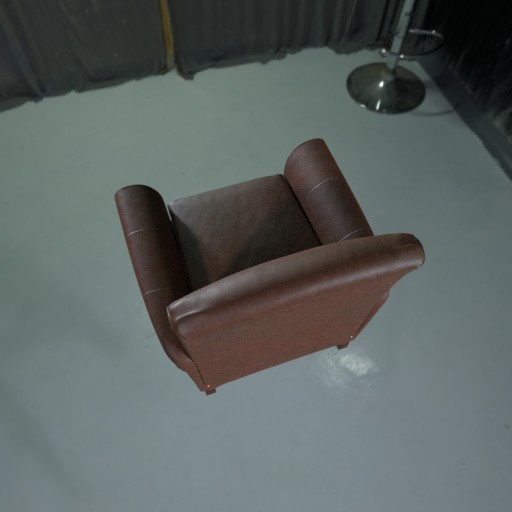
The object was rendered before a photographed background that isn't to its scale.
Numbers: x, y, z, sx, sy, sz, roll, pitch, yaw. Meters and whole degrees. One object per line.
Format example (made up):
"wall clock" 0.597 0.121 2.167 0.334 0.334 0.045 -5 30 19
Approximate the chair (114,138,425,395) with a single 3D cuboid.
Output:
"chair" 0.000 0.000 1.812 0.978 1.061 0.902 -16 60 -10
